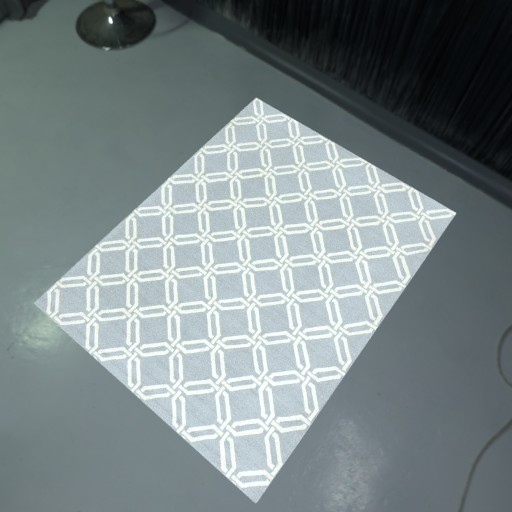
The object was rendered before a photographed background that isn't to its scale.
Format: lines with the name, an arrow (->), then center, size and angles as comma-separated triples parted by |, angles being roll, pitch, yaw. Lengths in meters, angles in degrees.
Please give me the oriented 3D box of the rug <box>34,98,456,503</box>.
rug -> 0.000, 0.000, 3.773 | 2.288, 0.018, 2.895 | 35, 68, 16
